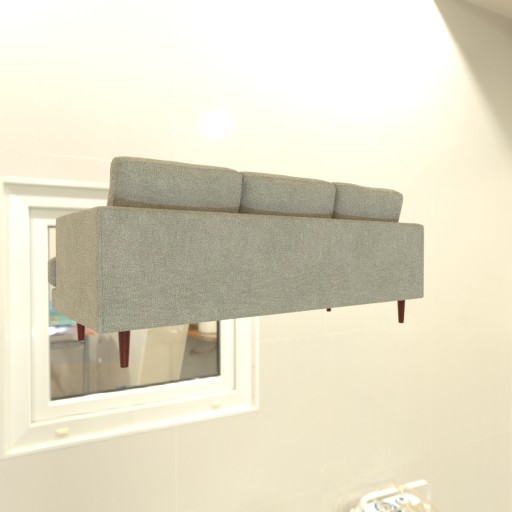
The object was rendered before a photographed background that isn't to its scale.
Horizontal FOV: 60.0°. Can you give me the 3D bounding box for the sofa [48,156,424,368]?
[{"bbox_3d":[0.000,0.000,2.765,2.246,0.930,0.903,-1,1,-36],"label":"sofa"}]
